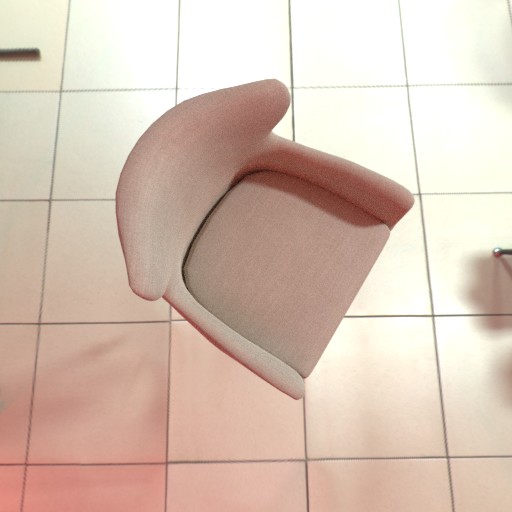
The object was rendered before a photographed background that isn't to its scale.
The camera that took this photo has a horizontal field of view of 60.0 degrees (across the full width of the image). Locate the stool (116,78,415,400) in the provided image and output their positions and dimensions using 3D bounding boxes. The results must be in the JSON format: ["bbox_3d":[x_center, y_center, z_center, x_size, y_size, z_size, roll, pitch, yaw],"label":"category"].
[{"bbox_3d":[0.000,0.000,1.418,0.637,0.987,0.615,31,79,7],"label":"stool"}]
